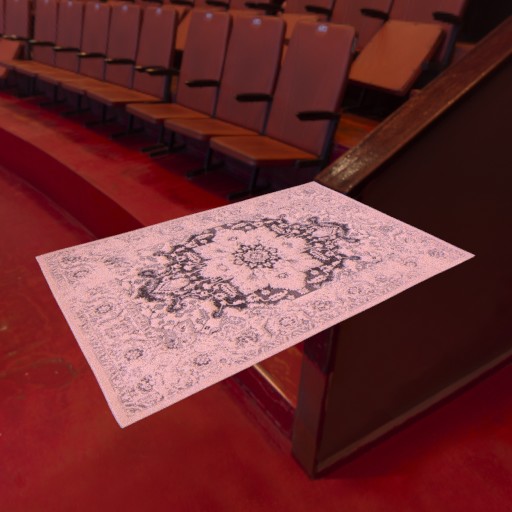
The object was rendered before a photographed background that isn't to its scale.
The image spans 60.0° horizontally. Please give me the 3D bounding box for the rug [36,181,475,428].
[{"bbox_3d":[0.000,0.000,2.195,1.813,0.008,1.223,-19,36,-29],"label":"rug"}]
